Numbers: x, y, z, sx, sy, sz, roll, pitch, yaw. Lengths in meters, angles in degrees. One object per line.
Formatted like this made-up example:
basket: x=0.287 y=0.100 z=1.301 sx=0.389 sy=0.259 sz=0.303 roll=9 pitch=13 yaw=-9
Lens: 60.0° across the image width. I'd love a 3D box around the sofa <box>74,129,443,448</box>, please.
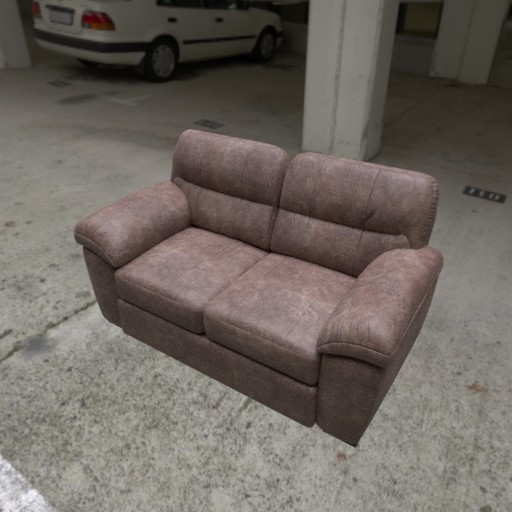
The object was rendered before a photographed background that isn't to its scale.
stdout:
sofa: x=0.000 y=0.000 z=2.363 sx=1.753 sy=0.991 sz=0.991 roll=18 pitch=35 yaw=28
